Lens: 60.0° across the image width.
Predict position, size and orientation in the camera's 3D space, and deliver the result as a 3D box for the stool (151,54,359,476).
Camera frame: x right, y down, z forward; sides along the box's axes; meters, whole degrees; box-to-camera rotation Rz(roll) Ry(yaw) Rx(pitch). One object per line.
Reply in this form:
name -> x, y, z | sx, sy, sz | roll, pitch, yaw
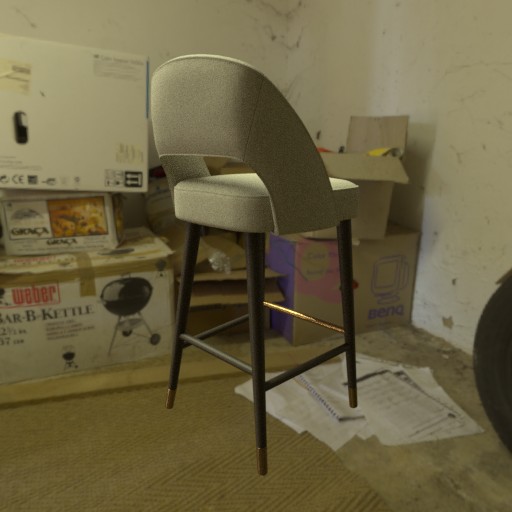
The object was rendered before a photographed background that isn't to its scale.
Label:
stool -> 0.000, 0.000, 1.316 | 0.494, 1.037, 0.509 | 14, 20, 43
